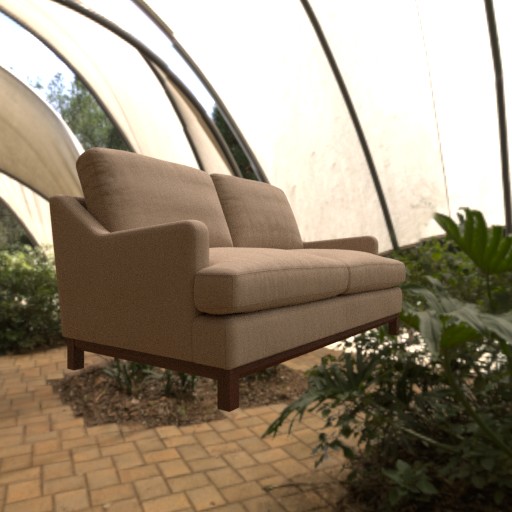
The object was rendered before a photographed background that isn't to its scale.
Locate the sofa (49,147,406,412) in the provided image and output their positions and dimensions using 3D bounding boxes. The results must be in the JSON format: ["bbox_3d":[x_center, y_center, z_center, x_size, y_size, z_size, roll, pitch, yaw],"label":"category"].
[{"bbox_3d":[0.000,0.000,2.199,1.004,0.910,1.619,0,0,36],"label":"sofa"}]
